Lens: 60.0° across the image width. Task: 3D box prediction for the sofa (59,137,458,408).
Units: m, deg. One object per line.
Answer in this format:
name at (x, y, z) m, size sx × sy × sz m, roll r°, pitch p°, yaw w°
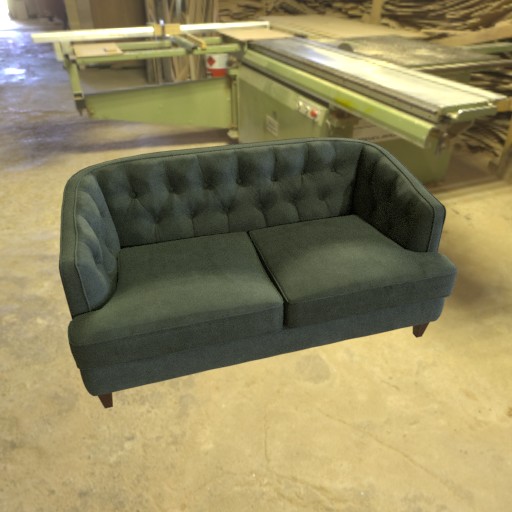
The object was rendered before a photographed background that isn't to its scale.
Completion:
sofa at (0.000, 0.000, 2.221) m, size 1.733 × 0.855 × 0.941 m, roll -9°, pitch 34°, yaw -14°
